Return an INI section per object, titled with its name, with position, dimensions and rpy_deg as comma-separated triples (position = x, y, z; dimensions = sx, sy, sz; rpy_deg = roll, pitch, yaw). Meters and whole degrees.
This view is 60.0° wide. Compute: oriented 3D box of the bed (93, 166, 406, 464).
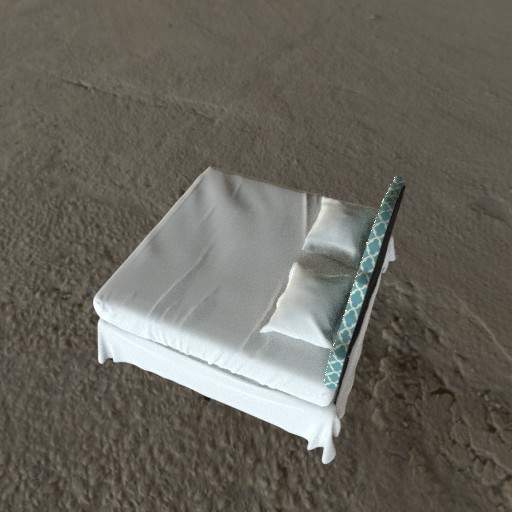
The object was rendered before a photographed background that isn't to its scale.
[bed]
position = 0.000, 0.000, 3.791
dimensions = 2.222, 1.601, 2.314
rpy_deg = 17, 48, 16
